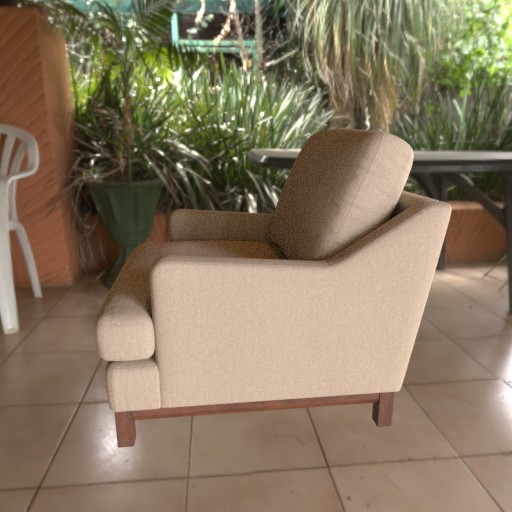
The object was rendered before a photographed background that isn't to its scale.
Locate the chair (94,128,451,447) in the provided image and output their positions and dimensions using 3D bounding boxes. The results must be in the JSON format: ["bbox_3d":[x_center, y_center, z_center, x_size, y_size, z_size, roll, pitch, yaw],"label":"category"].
[{"bbox_3d":[0.000,0.000,1.650,1.001,0.916,0.912,-2,15,-7],"label":"chair"}]
